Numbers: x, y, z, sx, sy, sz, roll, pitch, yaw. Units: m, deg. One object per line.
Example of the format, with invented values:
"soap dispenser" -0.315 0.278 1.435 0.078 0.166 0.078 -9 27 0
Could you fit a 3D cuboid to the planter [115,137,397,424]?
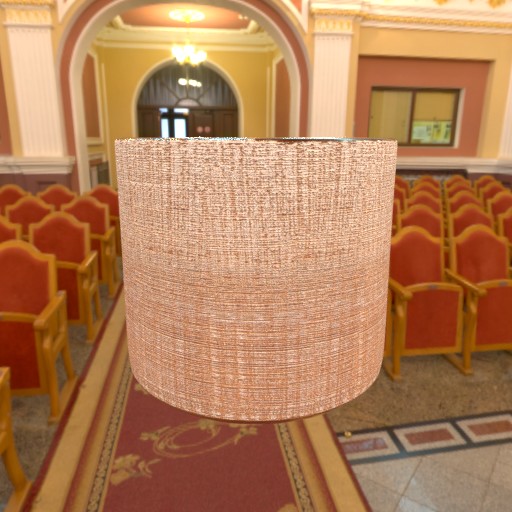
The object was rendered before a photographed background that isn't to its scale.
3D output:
"planter" 0.000 0.000 0.305 0.177 0.157 0.177 0 15 0
